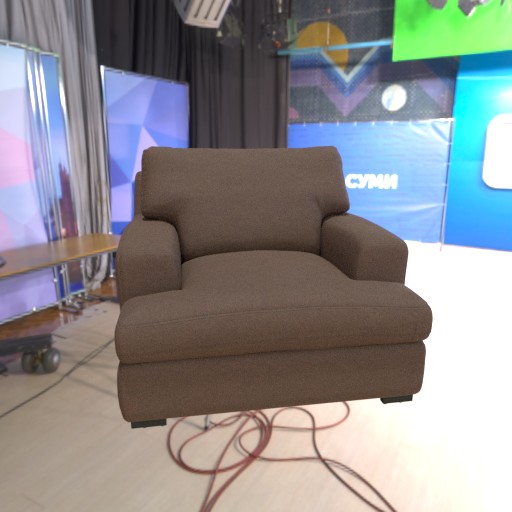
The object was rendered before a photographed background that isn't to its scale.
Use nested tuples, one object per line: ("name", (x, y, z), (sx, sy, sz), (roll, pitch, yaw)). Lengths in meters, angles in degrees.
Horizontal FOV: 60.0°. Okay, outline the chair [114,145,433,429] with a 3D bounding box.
("chair", (0.000, 0.000, 1.975), (1.168, 0.940, 1.143), (-2, 15, -9))
